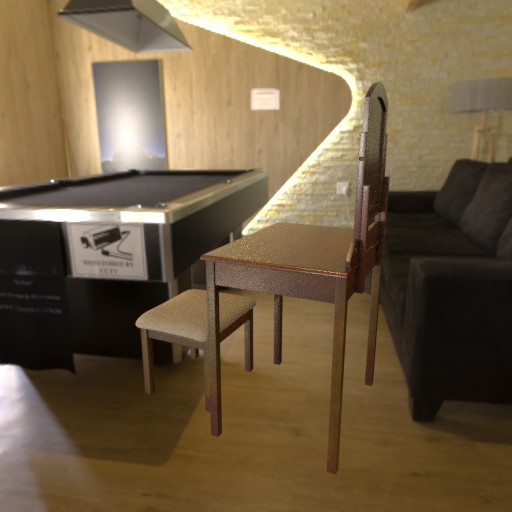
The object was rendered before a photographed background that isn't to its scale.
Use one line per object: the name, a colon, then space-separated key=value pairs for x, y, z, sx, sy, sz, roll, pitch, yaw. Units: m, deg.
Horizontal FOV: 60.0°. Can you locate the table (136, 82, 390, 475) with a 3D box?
table: x=0.000 y=0.000 z=2.302 sx=1.211 sy=1.631 sz=0.876 roll=7 pitch=16 yaw=24
